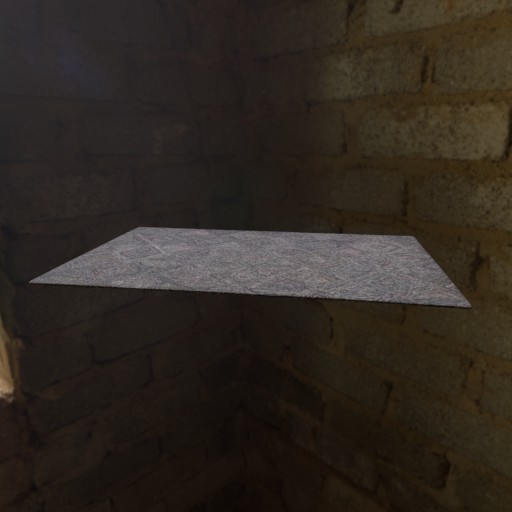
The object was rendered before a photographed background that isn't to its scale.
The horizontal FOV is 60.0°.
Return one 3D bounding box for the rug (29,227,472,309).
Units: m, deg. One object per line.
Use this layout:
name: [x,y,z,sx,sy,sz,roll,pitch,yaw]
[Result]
rug: [0.000,0.000,2.256,1.752,0.013,1.158,2,16,8]
